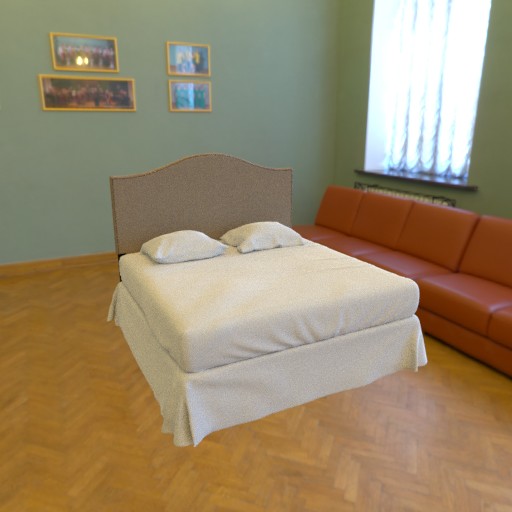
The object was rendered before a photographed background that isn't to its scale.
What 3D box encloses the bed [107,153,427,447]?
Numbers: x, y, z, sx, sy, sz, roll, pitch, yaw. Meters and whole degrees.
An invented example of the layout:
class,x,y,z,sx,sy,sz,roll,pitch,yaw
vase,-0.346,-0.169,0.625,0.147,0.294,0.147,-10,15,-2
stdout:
class,x,y,z,sx,sy,sz,roll,pitch,yaw
bed,0.000,0.000,3.869,2.311,1.651,2.222,-8,18,-26
